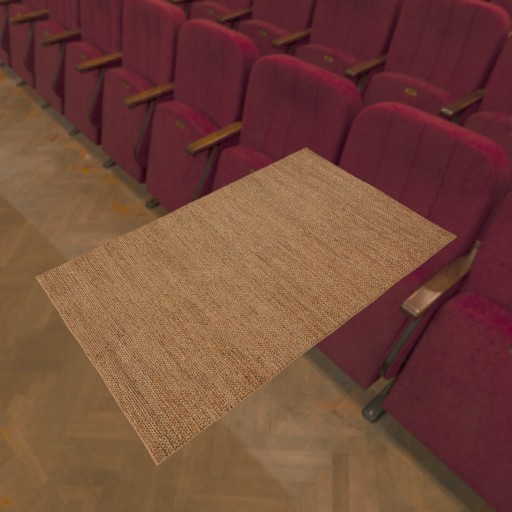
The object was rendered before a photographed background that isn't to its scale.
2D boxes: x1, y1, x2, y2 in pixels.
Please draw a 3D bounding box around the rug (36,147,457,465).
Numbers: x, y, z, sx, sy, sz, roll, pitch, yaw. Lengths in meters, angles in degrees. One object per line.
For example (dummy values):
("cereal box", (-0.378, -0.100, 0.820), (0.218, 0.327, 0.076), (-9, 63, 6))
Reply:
("rug", (0.000, 0.000, 2.999), (2.438, 0.034, 1.521), (-31, 53, -27))
